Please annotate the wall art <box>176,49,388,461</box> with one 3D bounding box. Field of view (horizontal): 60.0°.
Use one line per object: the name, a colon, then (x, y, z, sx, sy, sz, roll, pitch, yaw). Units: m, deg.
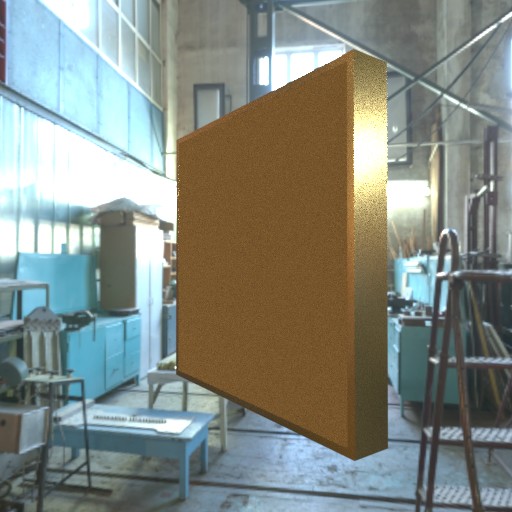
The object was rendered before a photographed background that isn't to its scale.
wall art: (0.000, 0.000, 0.462, 0.038, 0.304, 0.304, 0, -1, -35)
